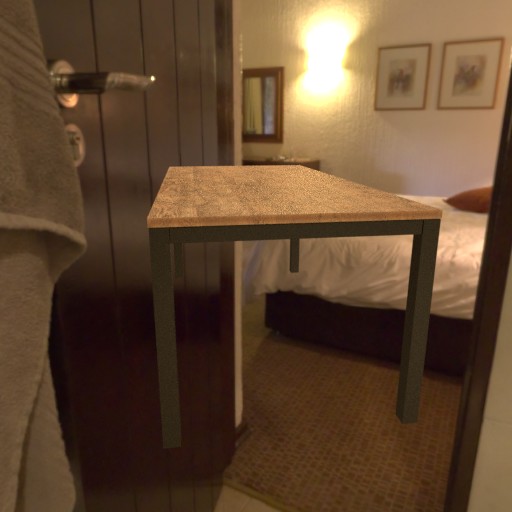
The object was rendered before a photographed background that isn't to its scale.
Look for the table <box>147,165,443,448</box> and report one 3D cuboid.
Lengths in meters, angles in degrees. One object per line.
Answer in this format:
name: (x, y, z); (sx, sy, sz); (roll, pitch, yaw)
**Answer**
table: (0.000, 0.000, 2.268); (0.893, 0.767, 1.805); (-2, 16, -8)
